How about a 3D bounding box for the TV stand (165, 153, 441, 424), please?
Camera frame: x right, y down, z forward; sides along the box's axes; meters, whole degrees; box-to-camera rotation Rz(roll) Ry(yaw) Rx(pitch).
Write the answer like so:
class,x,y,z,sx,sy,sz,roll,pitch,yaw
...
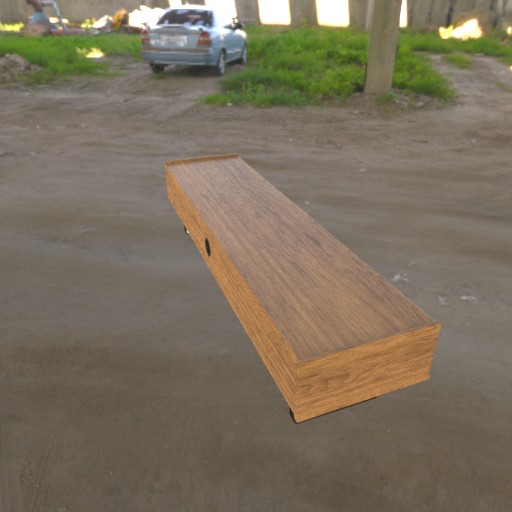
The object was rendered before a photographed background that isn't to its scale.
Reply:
class,x,y,z,sx,sy,sz,roll,pitch,yaw
TV stand,0.000,0.000,2.034,0.467,0.415,1.796,-11,31,-19
